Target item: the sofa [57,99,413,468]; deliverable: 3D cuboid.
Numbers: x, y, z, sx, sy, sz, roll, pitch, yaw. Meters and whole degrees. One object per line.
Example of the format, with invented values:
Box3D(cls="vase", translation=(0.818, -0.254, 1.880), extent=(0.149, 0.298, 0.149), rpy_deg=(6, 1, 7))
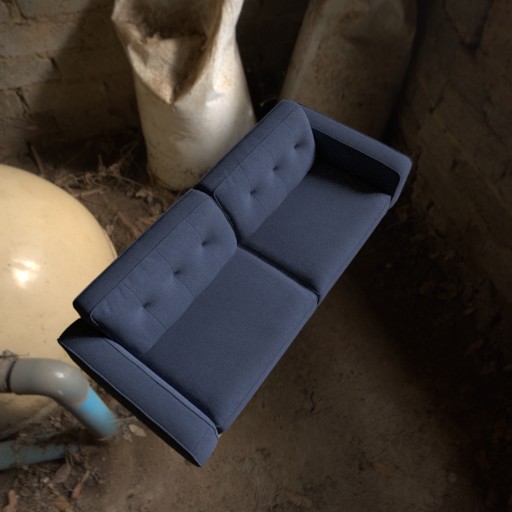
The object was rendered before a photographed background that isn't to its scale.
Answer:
Box3D(cls="sofa", translation=(0.000, 0.000, 2.754), extent=(0.953, 0.782, 2.270), rpy_deg=(33, 64, 18))
